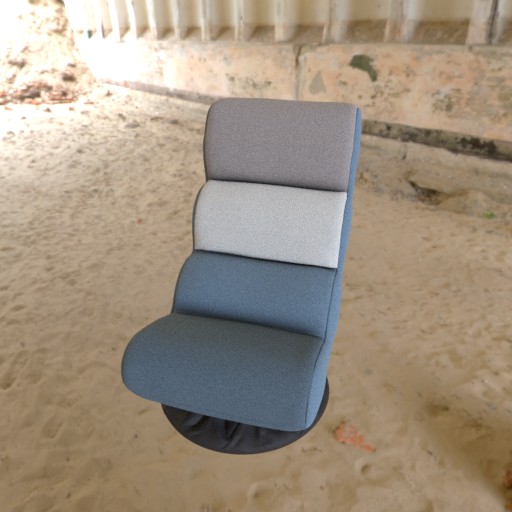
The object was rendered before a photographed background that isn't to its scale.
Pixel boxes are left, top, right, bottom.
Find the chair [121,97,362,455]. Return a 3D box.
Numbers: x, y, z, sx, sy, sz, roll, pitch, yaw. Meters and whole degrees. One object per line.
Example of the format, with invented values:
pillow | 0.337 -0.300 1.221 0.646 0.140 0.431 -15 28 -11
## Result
chair | 0.000 0.000 1.059 0.420 0.641 0.661 7 28 14
